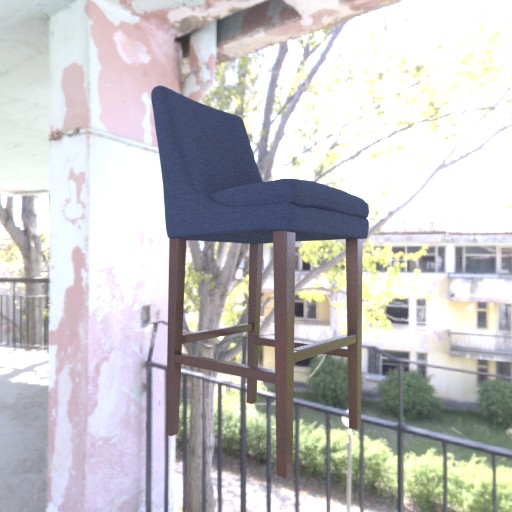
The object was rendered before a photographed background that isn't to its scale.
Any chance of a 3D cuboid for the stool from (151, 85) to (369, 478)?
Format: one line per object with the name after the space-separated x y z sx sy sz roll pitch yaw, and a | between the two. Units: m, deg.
0.000 0.000 1.393 0.577 1.078 0.470 -1 -1 38 | stool
